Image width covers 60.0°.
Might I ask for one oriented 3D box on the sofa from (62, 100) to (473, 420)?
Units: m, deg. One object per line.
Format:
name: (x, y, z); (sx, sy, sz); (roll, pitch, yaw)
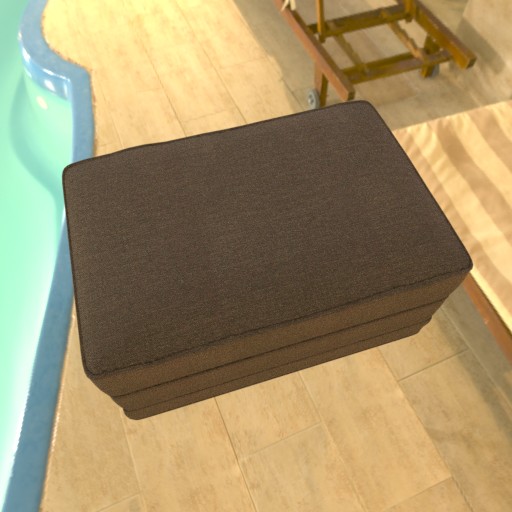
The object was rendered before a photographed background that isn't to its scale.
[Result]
sofa: (0.000, 0.000, 1.200); (0.854, 0.457, 0.578); (-15, 60, -9)
